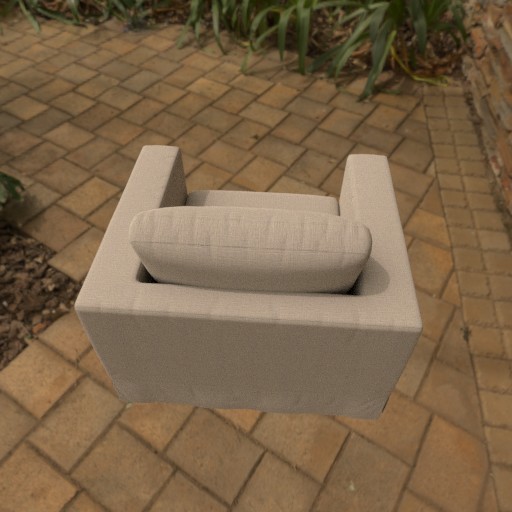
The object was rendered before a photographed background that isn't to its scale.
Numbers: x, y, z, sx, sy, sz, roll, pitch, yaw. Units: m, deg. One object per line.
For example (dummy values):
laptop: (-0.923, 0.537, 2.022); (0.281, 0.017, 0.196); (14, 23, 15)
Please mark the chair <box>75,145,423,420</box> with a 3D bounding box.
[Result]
chair: (0.000, 0.000, 1.853); (1.150, 0.878, 0.957); (3, 47, 3)
